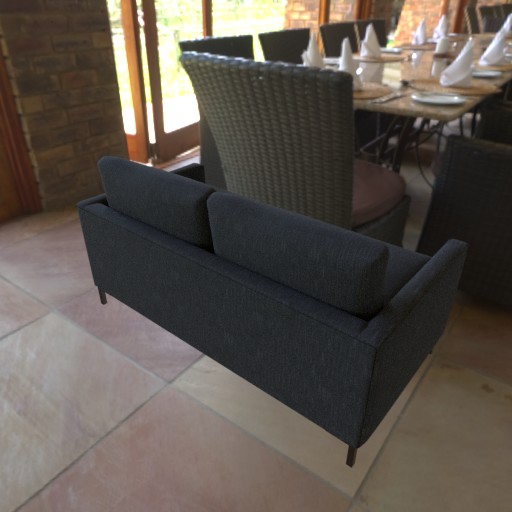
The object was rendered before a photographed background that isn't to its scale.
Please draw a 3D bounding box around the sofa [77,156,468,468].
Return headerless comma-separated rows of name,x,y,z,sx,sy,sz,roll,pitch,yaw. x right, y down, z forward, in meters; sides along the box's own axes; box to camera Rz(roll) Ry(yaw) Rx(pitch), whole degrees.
sofa,0.000,0.000,2.176,1.716,0.862,0.866,23,37,33
